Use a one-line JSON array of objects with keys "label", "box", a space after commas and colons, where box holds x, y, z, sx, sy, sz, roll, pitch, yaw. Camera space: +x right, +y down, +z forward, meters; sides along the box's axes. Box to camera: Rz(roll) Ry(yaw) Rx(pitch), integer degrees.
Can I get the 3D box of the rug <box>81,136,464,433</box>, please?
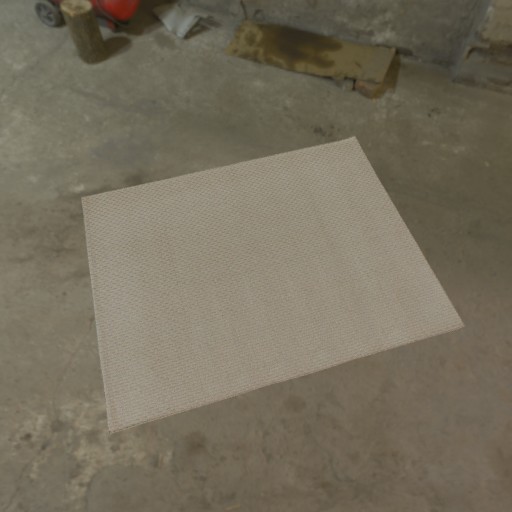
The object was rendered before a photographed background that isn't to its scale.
[{"label": "rug", "box": [0.000, 0.000, 3.975, 2.897, 0.035, 2.277, -14, 59, -9]}]
